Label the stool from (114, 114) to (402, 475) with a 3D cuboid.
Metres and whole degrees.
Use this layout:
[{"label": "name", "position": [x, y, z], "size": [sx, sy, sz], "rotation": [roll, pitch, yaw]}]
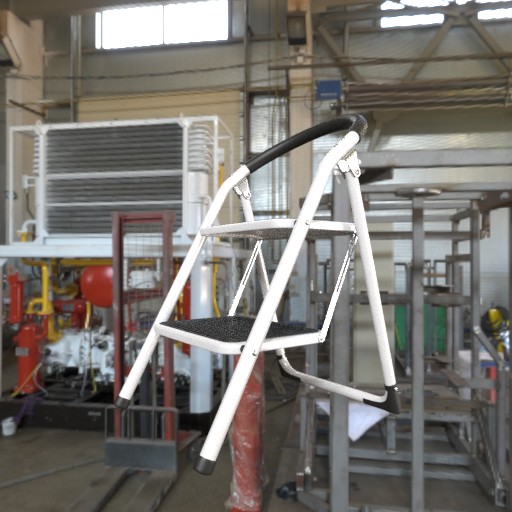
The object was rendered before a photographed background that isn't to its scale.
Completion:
[{"label": "stool", "position": [0.000, 0.000, 1.086], "size": [0.559, 0.760, 0.453], "rotation": [0, -1, -36]}]
